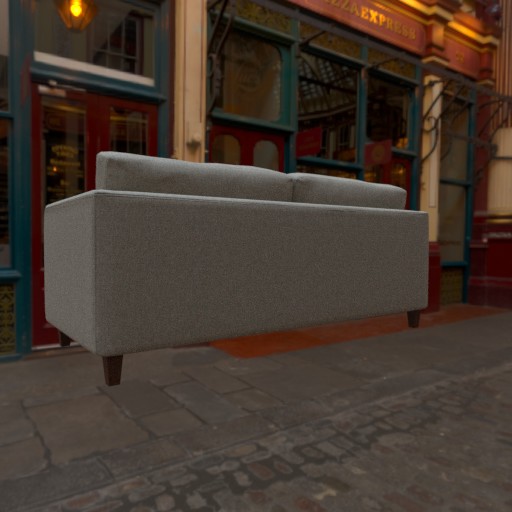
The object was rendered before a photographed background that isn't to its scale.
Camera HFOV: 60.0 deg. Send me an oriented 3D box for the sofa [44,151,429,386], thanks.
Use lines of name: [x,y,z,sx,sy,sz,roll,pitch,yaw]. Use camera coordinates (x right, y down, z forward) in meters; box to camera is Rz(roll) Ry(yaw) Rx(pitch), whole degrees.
sofa: [0.000,0.000,2.680,2.208,0.963,0.956,-1,2,-36]
